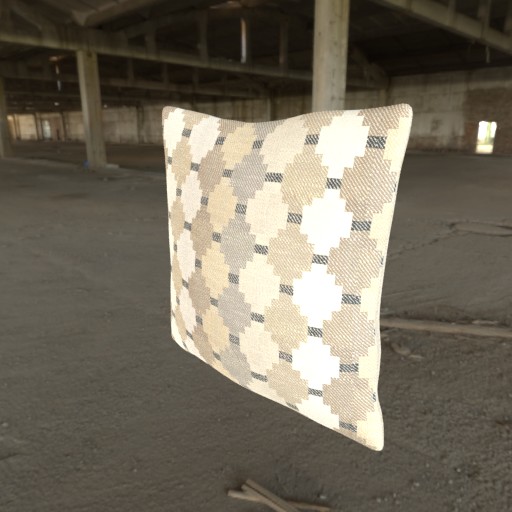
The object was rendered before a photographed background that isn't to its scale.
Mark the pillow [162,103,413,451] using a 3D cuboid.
[{"bbox_3d":[0.000,0.000,0.844,0.578,0.558,0.192,15,22,42],"label":"pillow"}]
